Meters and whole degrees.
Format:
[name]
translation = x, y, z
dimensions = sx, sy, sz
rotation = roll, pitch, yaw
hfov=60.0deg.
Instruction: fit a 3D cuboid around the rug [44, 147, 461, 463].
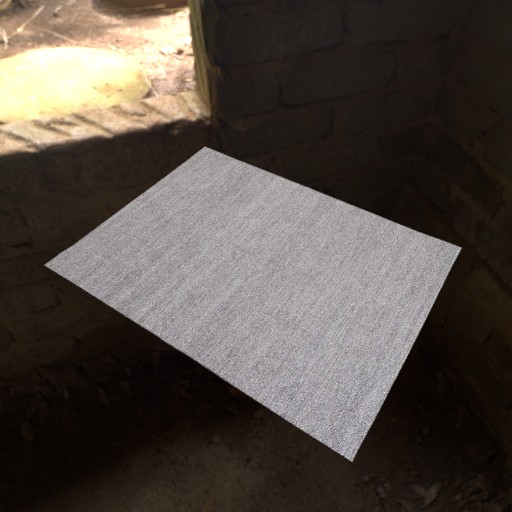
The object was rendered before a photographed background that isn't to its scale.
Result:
[rug]
translation = 0.000, 0.000, 4.238
dimensions = 3.202, 0.045, 2.434
rotation = 26, 51, 23
